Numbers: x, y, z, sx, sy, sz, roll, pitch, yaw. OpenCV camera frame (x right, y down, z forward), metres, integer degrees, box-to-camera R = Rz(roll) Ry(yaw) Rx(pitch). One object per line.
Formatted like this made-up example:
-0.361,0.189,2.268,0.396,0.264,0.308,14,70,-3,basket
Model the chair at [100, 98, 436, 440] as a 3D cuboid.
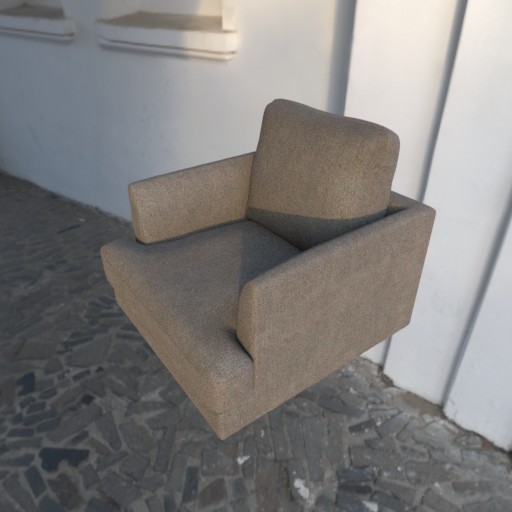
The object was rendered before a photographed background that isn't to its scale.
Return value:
0.000,0.000,1.626,0.899,0.957,0.858,-21,38,-30,chair
